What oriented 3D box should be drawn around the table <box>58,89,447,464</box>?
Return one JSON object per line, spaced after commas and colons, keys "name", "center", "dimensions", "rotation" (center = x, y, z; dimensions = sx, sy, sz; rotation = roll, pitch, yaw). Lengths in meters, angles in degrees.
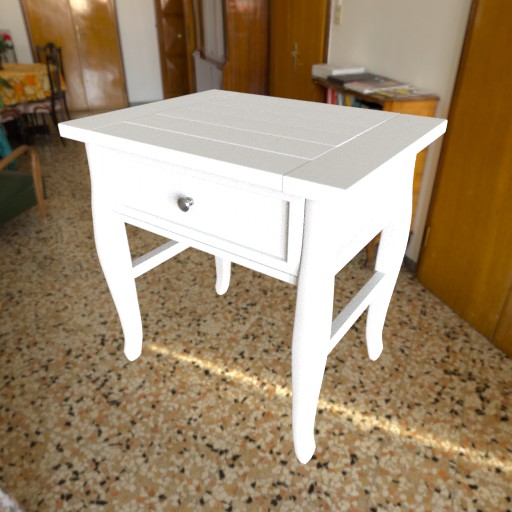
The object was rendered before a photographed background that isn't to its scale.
{"name": "table", "center": [0.000, 0.000, 1.007], "dimensions": [0.599, 0.605, 0.463], "rotation": [19, 35, 30]}
